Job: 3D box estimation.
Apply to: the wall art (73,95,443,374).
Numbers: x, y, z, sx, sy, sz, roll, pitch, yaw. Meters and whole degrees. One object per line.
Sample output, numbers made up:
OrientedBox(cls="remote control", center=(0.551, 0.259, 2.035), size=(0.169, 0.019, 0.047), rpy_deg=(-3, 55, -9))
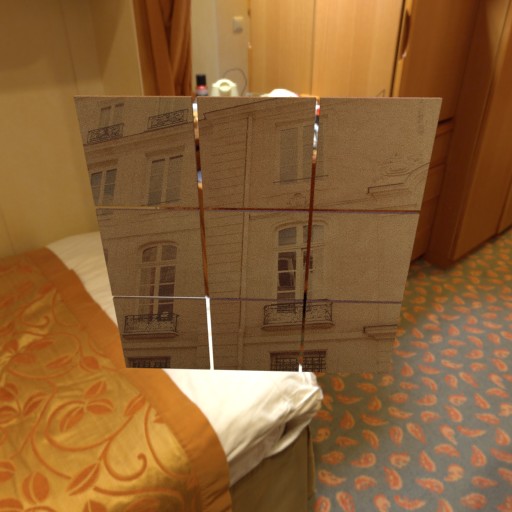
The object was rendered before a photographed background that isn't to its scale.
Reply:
OrientedBox(cls="wall art", center=(0.000, 0.000, 1.330), size=(0.915, 0.913, 0.018), rpy_deg=(1, 30, 2))
